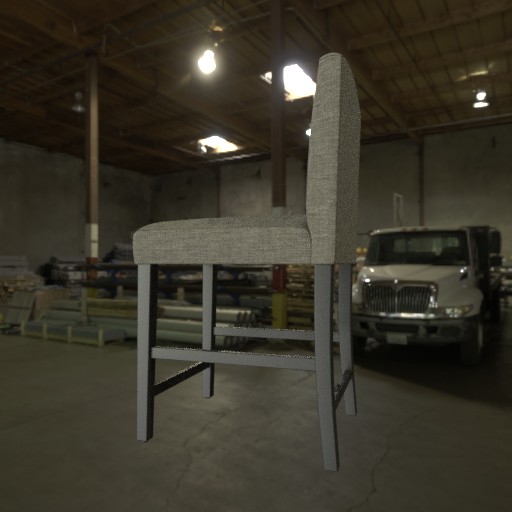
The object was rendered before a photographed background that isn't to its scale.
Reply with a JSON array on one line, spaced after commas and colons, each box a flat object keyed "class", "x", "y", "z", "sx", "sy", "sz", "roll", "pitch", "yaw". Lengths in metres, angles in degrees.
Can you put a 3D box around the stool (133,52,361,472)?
[{"class": "stool", "x": 0.000, "y": 0.000, "z": 1.264, "sx": 0.552, "sy": 0.966, "sz": 0.451, "roll": 0, "pitch": -1, "yaw": 19}]
